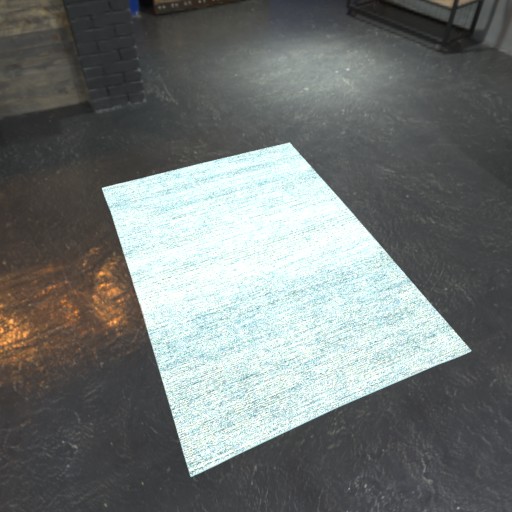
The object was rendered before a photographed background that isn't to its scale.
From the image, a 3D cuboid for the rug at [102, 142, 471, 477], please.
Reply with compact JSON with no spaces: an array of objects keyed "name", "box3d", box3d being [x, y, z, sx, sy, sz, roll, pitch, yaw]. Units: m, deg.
[{"name":"rug","box3d":[0.000,0.000,2.908,1.611,0.026,2.260,-17,49,-16]}]
